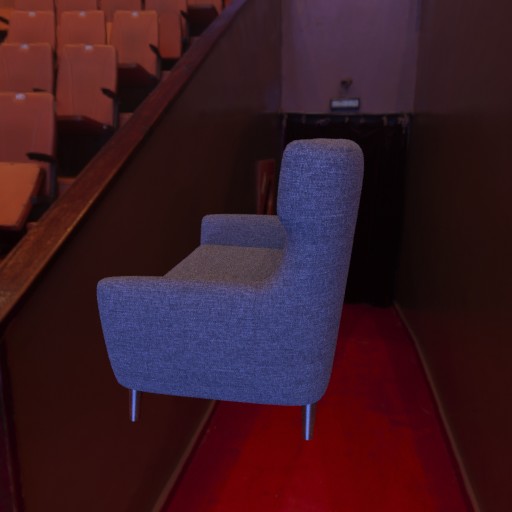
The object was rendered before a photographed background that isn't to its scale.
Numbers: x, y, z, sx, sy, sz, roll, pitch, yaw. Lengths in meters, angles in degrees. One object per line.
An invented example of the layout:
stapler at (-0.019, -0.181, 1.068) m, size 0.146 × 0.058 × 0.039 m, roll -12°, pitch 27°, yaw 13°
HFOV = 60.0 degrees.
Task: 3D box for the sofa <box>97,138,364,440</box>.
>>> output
sofa at (0.000, 0.000, 2.012) m, size 0.874 × 1.028 × 1.358 m, roll 2°, pitch 15°, yaw 9°
